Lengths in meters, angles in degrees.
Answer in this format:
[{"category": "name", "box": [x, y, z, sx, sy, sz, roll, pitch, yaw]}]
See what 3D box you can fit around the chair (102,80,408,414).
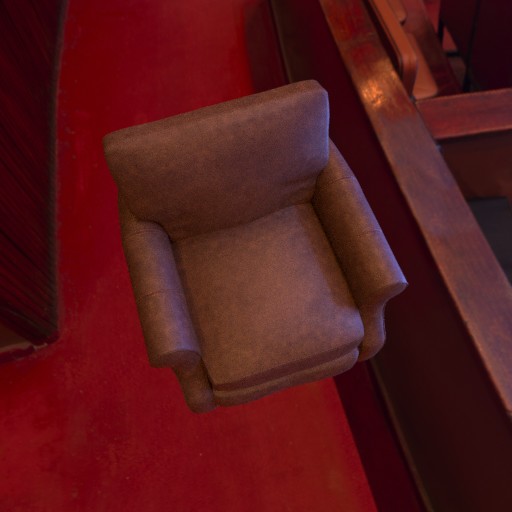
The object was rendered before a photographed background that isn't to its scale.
[{"category": "chair", "box": [0.000, 0.000, 1.810, 0.996, 0.976, 1.002, -16, 64, -8]}]
